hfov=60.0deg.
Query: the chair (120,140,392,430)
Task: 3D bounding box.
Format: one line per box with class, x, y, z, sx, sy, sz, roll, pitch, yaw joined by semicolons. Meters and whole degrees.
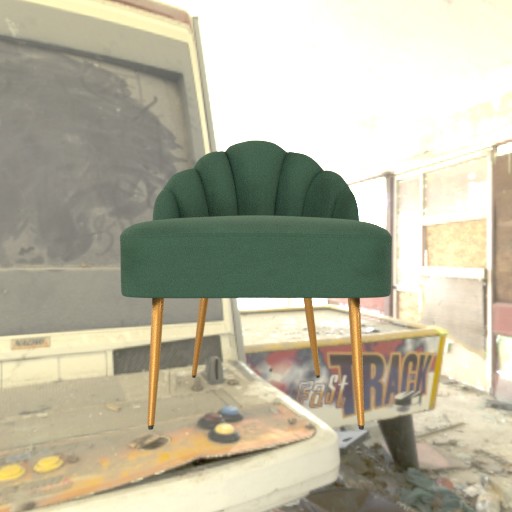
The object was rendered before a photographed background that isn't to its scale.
chair;0.000;0.000;1.283;0.657;0.819;0.599;0;0;0
